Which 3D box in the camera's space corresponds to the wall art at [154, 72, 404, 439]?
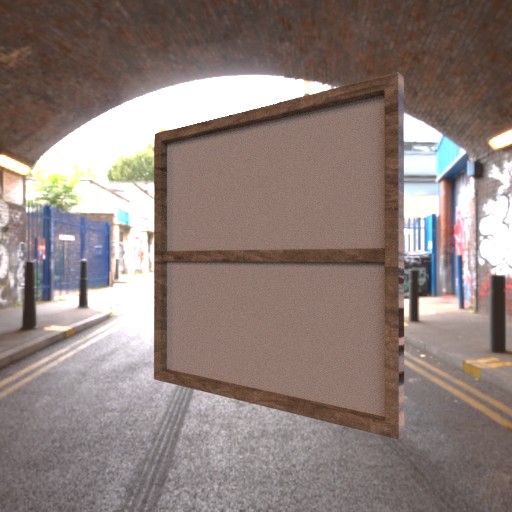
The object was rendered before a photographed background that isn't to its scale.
[{"bbox_3d":[0.000,0.000,1.134,0.747,0.747,0.035,0,0,37],"label":"wall art"}]
